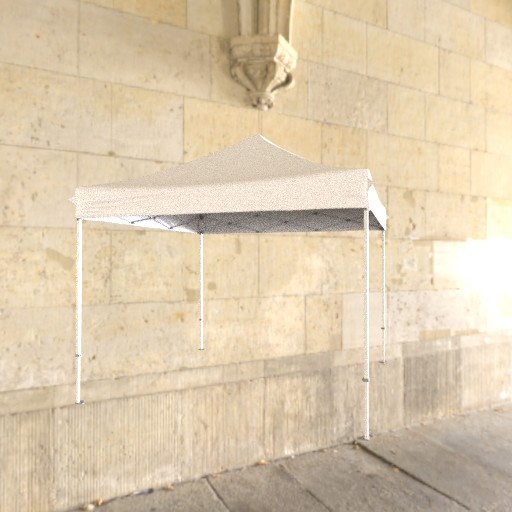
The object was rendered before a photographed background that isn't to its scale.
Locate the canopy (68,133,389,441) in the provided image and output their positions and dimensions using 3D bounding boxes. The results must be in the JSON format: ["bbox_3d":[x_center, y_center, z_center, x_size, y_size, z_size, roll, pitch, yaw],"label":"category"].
[{"bbox_3d":[0.000,0.000,5.397,2.994,2.998,2.996,0,-1,19],"label":"canopy"}]
